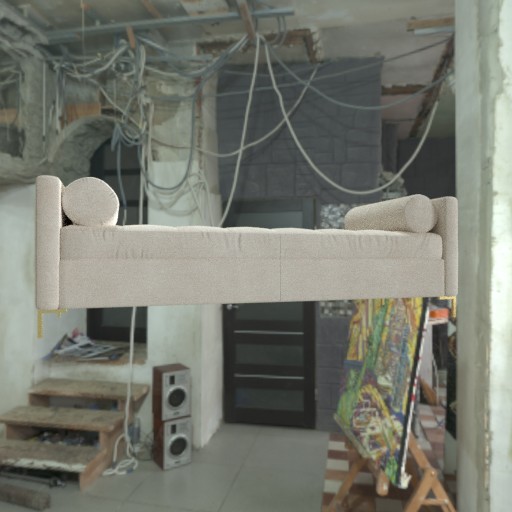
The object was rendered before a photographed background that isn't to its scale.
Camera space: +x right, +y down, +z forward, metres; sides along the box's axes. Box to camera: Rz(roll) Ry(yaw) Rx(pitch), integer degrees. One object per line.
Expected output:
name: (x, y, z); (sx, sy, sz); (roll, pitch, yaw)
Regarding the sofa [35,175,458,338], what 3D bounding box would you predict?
sofa: (0.000, 0.000, 2.304); (1.981, 0.635, 0.686); (0, 0, -18)
